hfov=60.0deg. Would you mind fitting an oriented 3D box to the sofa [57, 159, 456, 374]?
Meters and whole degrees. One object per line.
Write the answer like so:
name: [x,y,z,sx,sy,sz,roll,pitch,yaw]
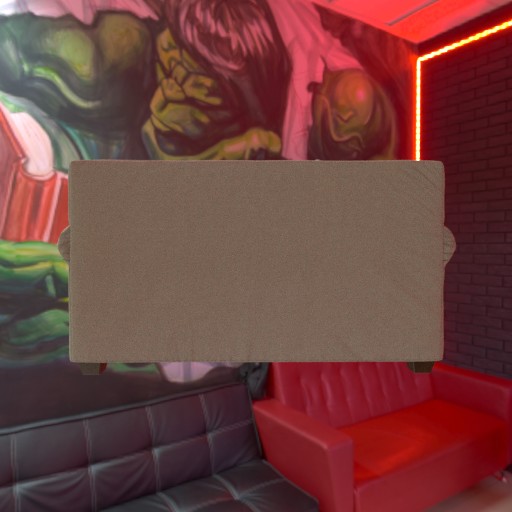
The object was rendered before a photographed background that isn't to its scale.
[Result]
sofa: [0.000,0.000,2.195,1.550,0.905,1.070,0,1,-1]
